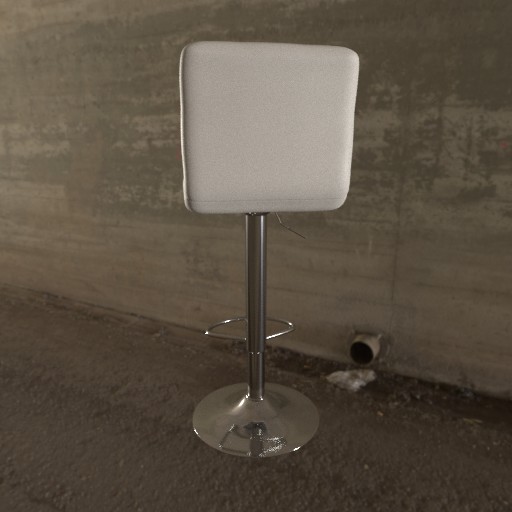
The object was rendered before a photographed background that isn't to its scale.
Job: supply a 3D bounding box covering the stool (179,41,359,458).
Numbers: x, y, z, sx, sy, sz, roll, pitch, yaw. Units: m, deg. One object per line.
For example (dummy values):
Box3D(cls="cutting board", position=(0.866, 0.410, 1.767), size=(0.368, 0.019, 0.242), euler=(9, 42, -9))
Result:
Box3D(cls="stool", position=(0.000, 0.000, 1.364), size=(0.430, 1.115, 0.505), euler=(-2, 14, -9))
